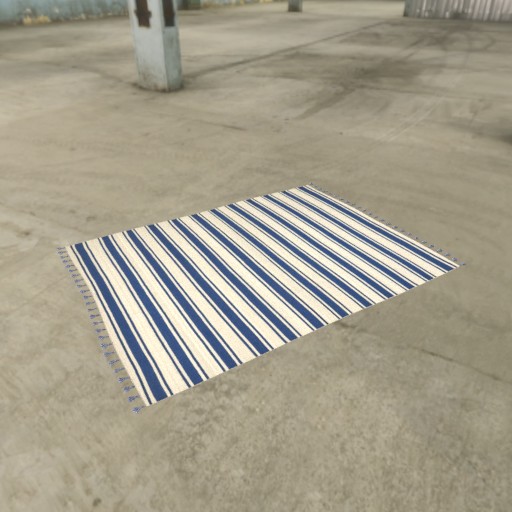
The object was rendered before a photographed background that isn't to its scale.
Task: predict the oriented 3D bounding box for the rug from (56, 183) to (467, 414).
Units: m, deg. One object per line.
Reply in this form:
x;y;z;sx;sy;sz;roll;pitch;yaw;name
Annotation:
0.000;0.000;4.503;3.416;0.016;2.471;-18;36;-27;rug
